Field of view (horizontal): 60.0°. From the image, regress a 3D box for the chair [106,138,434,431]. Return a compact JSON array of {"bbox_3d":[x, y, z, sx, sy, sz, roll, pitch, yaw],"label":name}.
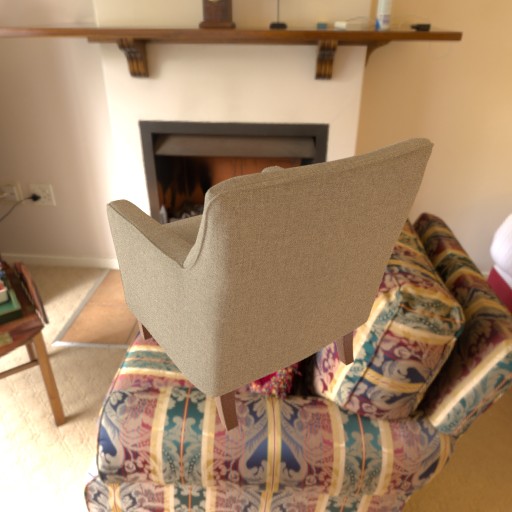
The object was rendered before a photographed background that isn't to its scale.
[{"bbox_3d":[0.000,0.000,1.822,0.887,1.047,0.993,-18,34,-30],"label":"chair"}]
